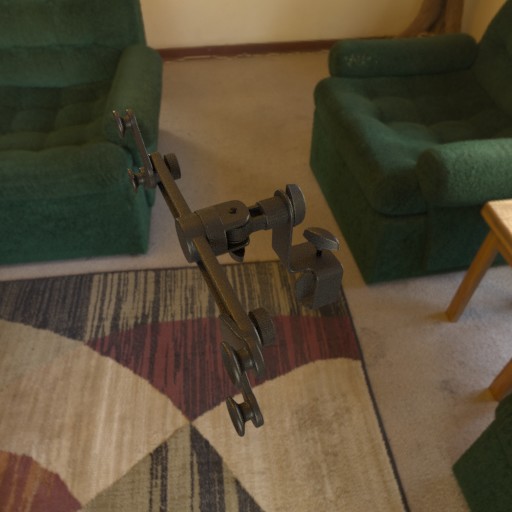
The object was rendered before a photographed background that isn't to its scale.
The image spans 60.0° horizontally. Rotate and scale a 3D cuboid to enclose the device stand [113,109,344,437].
[{"bbox_3d":[0.000,0.000,0.363,0.142,0.166,0.270,-18,49,-17],"label":"device stand"}]
